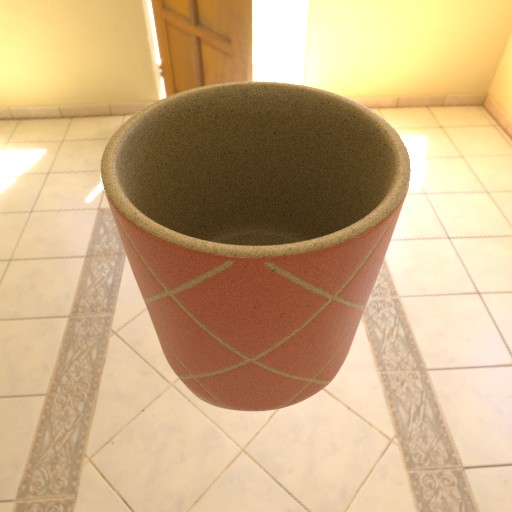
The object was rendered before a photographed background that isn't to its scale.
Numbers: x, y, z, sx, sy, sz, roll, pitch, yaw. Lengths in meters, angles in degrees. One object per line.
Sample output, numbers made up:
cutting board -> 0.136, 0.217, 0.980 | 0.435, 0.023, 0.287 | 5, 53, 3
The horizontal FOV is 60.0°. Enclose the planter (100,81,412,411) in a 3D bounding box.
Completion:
planter -> 0.000, 0.000, 0.416 | 0.227, 0.235, 0.227 | 0, 46, 0
